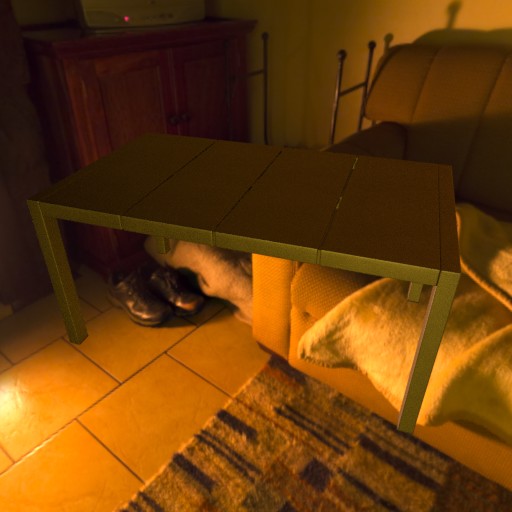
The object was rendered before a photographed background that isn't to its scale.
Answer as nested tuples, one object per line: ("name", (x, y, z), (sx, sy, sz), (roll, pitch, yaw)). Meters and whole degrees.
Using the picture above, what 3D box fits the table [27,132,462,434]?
("table", (0.000, 0.000, 1.267), (0.965, 0.460, 0.559), (10, 34, 16))
